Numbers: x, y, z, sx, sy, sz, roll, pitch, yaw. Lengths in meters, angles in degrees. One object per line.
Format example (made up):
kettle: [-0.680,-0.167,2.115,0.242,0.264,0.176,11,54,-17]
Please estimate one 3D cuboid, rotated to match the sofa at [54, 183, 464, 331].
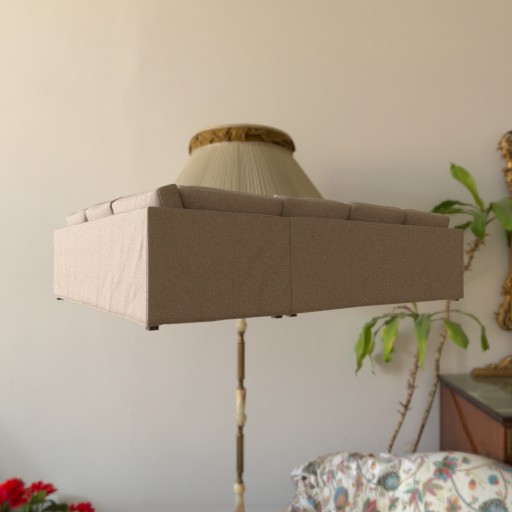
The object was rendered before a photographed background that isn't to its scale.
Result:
sofa: [0.000,0.000,4.300,3.182,0.871,2.432,0,-1,-36]
